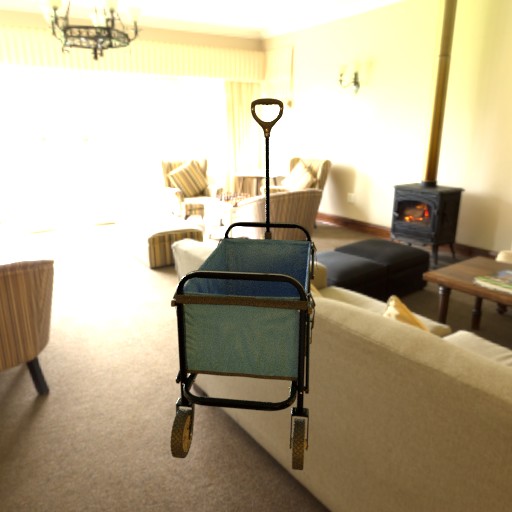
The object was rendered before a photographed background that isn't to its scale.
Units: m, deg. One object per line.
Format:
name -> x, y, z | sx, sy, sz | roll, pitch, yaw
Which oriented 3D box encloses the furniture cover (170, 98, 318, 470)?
furniture cover -> 0.000, 0.000, 1.864 | 0.532, 1.295, 1.038 | 2, 16, 7
